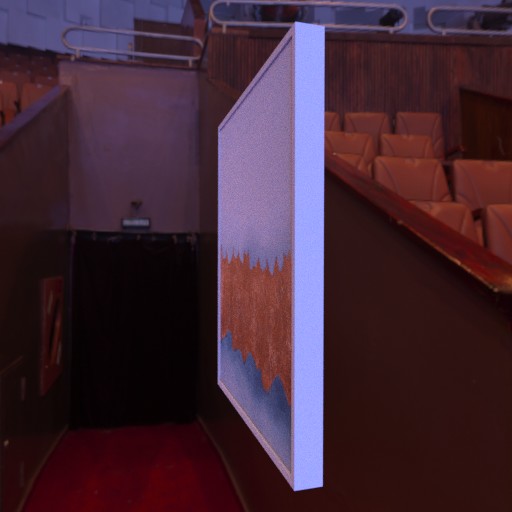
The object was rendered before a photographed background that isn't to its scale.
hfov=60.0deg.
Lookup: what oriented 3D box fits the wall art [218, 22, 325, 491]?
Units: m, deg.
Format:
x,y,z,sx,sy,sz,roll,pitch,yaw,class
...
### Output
x,y,z,sx,sy,sz,roll,pitch,yaw,class
0.000,0.000,0.744,0.039,0.553,0.451,0,0,-16,wall art
